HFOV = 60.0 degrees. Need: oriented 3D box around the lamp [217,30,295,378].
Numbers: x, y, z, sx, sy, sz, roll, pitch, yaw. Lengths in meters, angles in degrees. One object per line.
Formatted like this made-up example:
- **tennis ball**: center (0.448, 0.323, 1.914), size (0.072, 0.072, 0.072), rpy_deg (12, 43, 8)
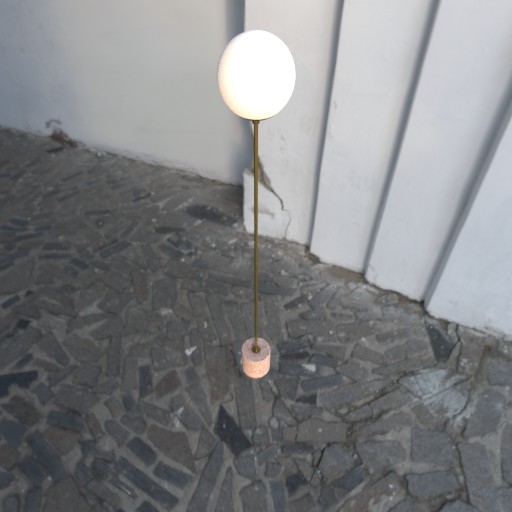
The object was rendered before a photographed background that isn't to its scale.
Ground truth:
- **lamp**: center (0.000, 0.000, 1.834), size (0.229, 1.748, 0.229), rpy_deg (32, 54, 27)
